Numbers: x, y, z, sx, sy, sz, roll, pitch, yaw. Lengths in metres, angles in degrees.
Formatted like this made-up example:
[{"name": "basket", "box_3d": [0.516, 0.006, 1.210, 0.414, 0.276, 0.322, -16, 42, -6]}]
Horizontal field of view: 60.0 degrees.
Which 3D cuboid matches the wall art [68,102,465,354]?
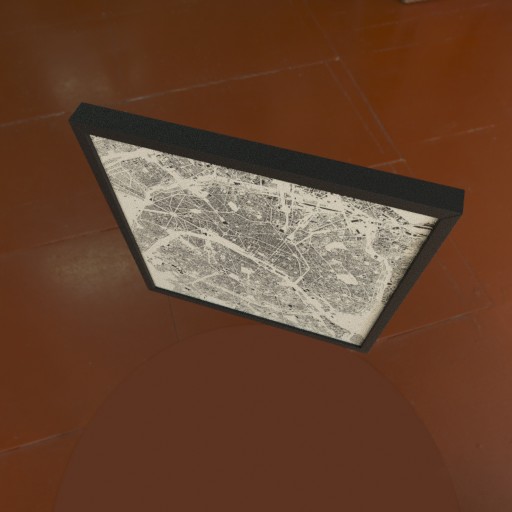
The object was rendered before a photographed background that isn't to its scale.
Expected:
[{"name": "wall art", "box_3d": [0.000, 0.000, 0.772, 0.508, 0.508, 0.037, 15, 61, 9]}]
